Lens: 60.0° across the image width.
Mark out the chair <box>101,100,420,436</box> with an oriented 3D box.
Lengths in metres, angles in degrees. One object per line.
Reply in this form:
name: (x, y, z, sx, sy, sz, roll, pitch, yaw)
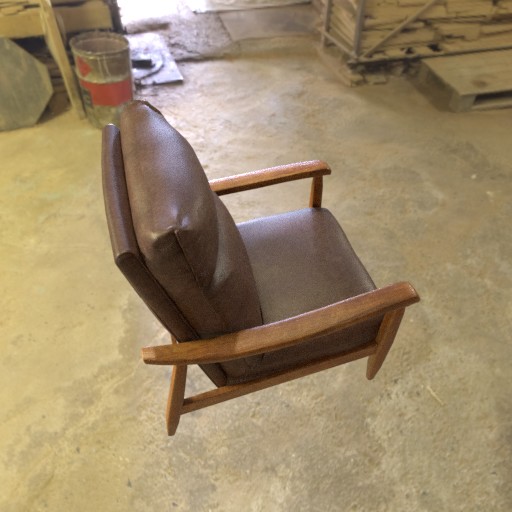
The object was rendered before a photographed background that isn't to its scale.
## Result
chair: (0.000, 0.000, 1.503, 0.830, 0.897, 0.782, -12, 47, -11)
